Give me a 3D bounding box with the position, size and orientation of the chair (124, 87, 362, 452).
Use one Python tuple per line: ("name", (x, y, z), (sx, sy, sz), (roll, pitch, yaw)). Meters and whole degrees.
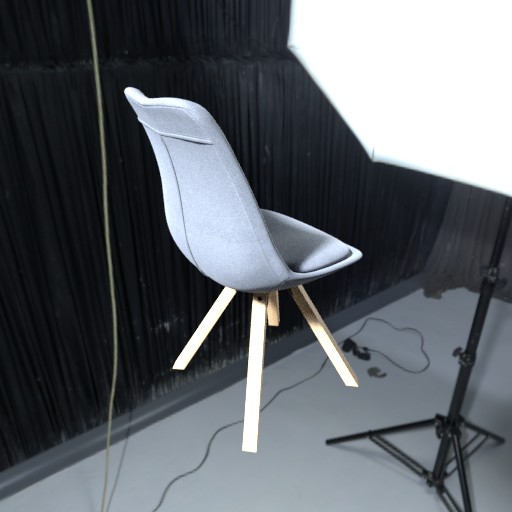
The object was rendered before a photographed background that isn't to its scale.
("chair", (0.000, 0.000, 1.191), (0.549, 0.863, 0.474), (-18, 32, -32))
